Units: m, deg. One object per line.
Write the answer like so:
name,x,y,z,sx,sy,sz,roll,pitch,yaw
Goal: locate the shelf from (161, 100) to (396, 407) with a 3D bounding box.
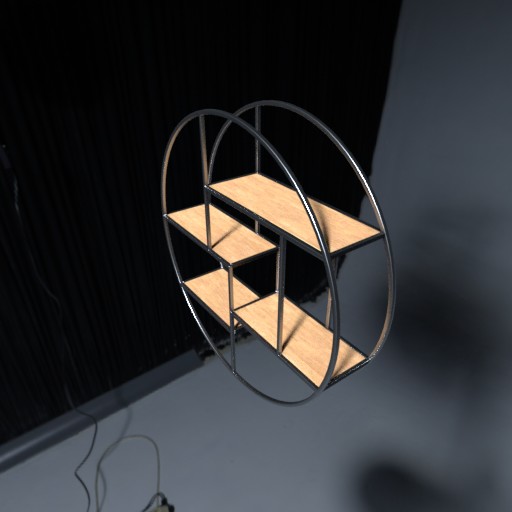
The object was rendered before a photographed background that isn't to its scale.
shelf,0.000,0.000,1.365,0.202,0.888,0.888,-20,36,-31
